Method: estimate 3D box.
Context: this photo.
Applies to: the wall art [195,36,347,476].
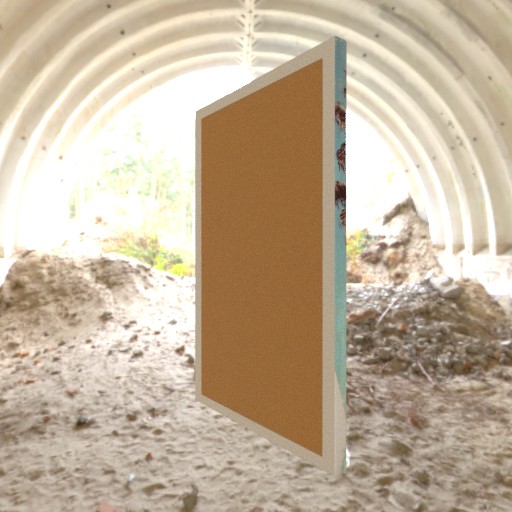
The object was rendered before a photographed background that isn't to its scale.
[{"bbox_3d":[0.000,0.000,1.171,0.037,0.915,0.605,0,0,-36],"label":"wall art"}]
